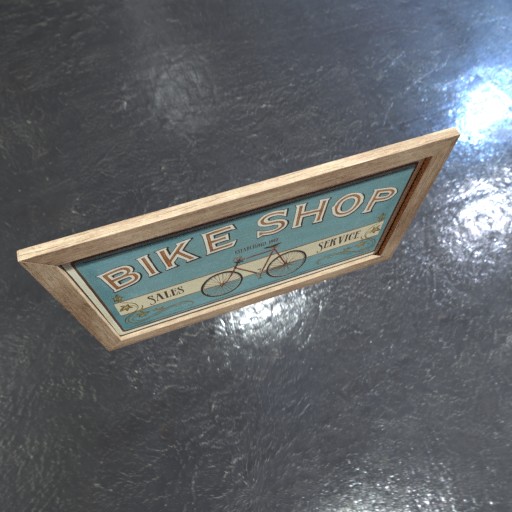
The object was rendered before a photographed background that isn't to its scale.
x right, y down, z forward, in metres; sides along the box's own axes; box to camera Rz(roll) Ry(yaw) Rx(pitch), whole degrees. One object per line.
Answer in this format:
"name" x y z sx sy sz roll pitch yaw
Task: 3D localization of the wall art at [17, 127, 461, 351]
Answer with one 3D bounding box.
"wall art" 0.000 0.000 0.954 0.780 0.480 0.021 -17 63 -9
